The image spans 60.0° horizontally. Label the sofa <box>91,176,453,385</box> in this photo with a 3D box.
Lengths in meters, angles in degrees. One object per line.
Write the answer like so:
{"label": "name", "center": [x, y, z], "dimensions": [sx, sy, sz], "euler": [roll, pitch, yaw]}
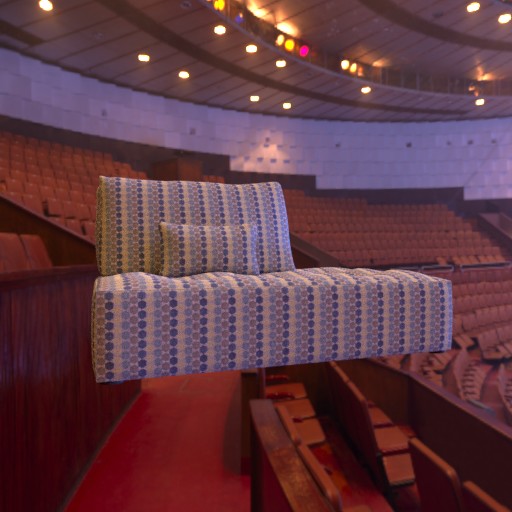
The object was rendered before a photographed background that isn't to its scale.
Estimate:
{"label": "sofa", "center": [0.000, 0.000, 2.094], "dimensions": [1.450, 0.820, 1.000], "euler": [0, 1, -20]}
